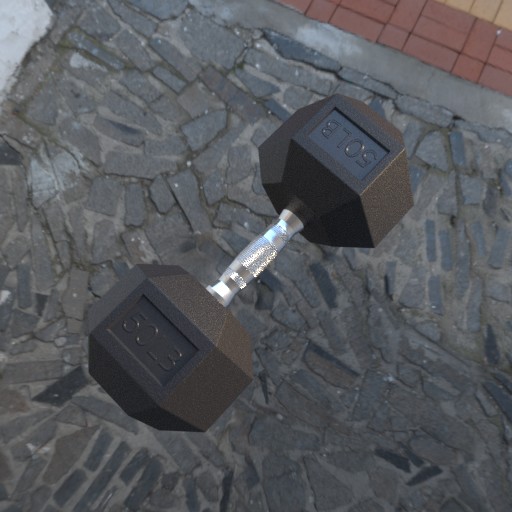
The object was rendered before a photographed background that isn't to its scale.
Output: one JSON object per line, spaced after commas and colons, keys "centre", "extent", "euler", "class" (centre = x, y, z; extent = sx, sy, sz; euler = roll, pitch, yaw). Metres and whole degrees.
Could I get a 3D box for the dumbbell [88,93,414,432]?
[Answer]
{"centre": [0.000, 0.000, 0.474], "extent": [0.173, 0.150, 0.384], "euler": [43, 80, 10], "class": "dumbbell"}
